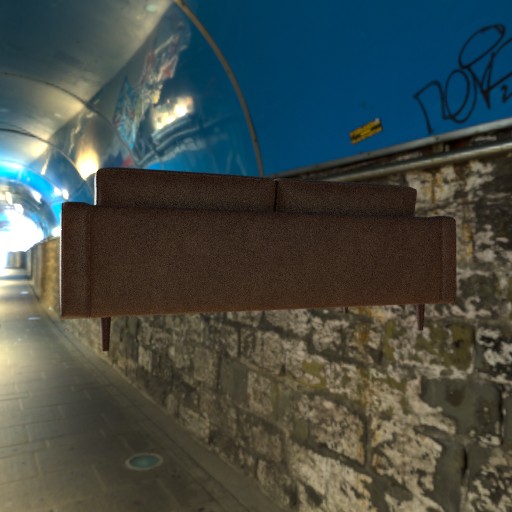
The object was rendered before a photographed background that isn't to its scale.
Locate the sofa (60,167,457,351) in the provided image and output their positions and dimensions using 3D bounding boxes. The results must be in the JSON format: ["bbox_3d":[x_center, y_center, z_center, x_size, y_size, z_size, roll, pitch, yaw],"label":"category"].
[{"bbox_3d":[0.000,0.000,2.365,1.870,0.760,0.910,0,0,-19],"label":"sofa"}]
